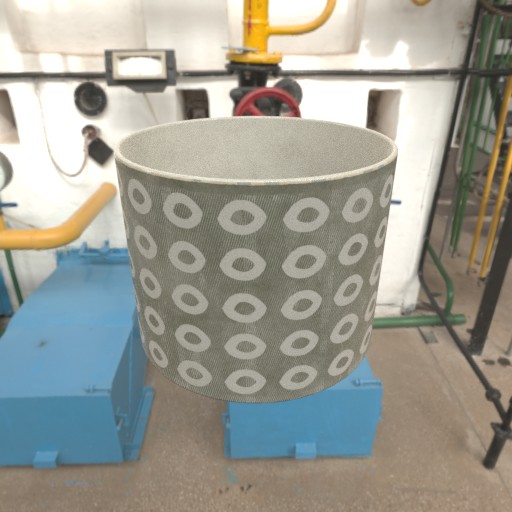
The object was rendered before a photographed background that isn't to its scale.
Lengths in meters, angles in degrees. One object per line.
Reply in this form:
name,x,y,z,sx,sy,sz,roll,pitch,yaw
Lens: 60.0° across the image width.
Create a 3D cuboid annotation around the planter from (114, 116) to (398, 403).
planter,0.000,0.000,0.348,0.190,0.181,0.190,0,27,0
